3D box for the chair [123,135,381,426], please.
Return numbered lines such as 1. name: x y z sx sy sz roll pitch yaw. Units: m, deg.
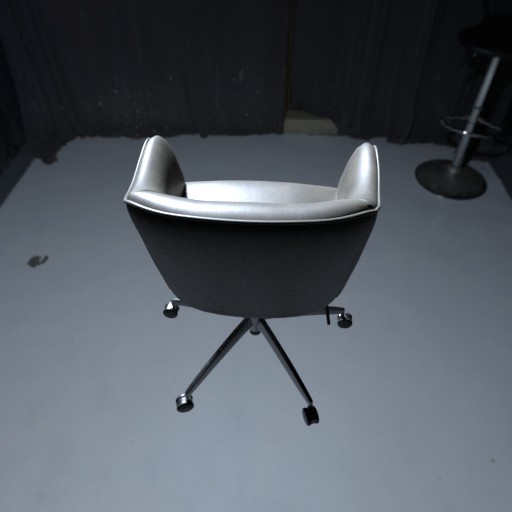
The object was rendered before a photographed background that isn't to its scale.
1. chair: 0.000 0.000 1.352 0.713 0.827 0.689 3 45 3
